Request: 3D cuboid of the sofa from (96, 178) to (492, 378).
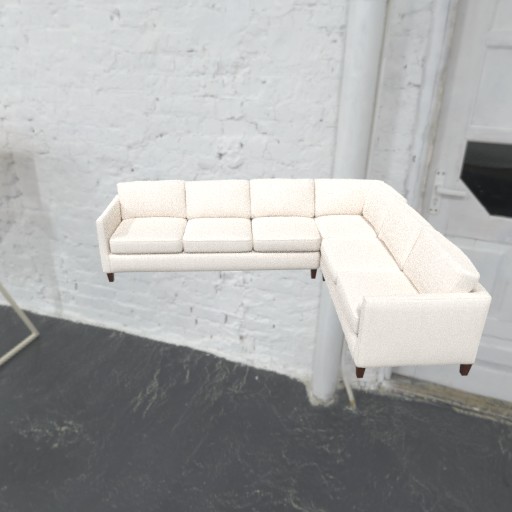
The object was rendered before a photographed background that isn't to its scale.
[{"bbox_3d":[0.000,0.000,4.327,3.302,0.947,2.593,-1,26,-2],"label":"sofa"}]
